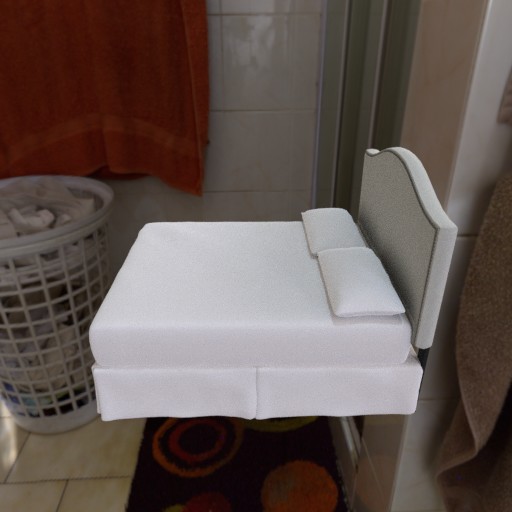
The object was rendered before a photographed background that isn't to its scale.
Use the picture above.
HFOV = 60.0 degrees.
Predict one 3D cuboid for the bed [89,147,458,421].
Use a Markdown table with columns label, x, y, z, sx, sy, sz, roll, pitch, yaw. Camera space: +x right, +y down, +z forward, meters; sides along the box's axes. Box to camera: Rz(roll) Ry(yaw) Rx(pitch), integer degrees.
| label | x | y | z | sx | sy | sz | roll | pitch | yaw |
| --- | --- | --- | --- | --- | --- | --- | --- | --- | --- |
| bed | 0.000 | 0.000 | 3.397 | 2.180 | 1.607 | 1.813 | 0 | 27 | 0 |
